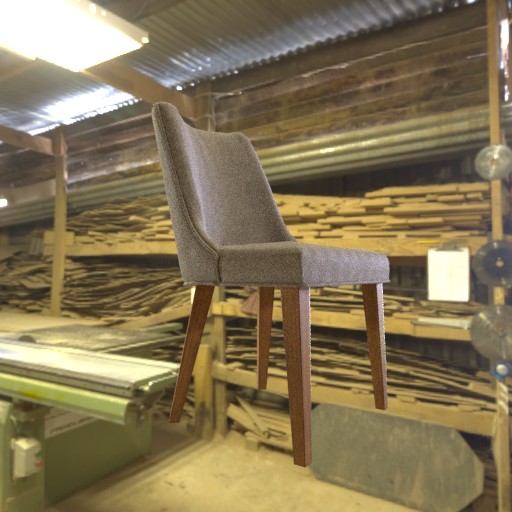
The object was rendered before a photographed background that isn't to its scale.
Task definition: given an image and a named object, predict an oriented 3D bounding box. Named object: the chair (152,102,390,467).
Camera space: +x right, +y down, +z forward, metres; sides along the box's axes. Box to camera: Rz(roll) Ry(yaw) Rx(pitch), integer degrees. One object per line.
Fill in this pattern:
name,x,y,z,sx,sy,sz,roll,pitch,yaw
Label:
chair,0.000,0.000,1.331,0.636,0.916,0.548,-1,-2,36
